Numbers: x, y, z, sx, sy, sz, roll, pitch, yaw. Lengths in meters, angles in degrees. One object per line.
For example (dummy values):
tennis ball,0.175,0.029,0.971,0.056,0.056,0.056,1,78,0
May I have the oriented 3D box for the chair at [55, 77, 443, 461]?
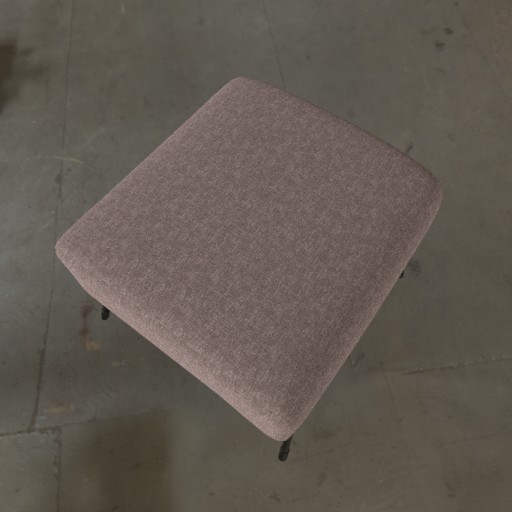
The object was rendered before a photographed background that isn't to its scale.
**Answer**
chair,0.000,0.000,0.895,0.530,0.410,0.530,33,67,16
